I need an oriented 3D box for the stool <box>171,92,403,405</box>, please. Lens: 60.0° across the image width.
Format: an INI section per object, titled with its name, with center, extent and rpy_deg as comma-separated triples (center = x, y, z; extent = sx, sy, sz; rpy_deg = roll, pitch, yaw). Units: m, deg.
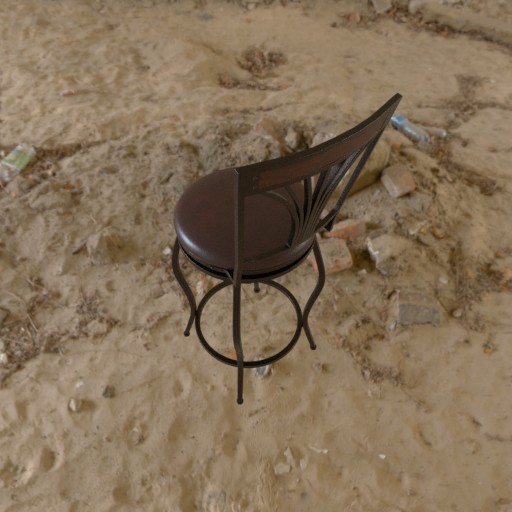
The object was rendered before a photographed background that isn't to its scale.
[stool]
center = 0.000, 0.000, 1.381
extent = 0.433, 1.117, 0.514
rpy_deg = -30, 55, -24
